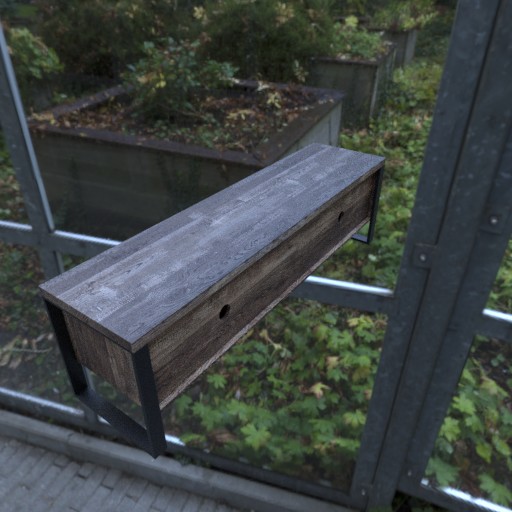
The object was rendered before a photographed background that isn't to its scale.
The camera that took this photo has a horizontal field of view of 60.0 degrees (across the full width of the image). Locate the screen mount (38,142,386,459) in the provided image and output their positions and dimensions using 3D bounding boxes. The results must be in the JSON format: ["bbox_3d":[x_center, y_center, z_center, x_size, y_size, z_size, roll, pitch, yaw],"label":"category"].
[{"bbox_3d":[0.000,0.000,1.766,0.395,0.450,1.524,21,38,30],"label":"screen mount"}]
